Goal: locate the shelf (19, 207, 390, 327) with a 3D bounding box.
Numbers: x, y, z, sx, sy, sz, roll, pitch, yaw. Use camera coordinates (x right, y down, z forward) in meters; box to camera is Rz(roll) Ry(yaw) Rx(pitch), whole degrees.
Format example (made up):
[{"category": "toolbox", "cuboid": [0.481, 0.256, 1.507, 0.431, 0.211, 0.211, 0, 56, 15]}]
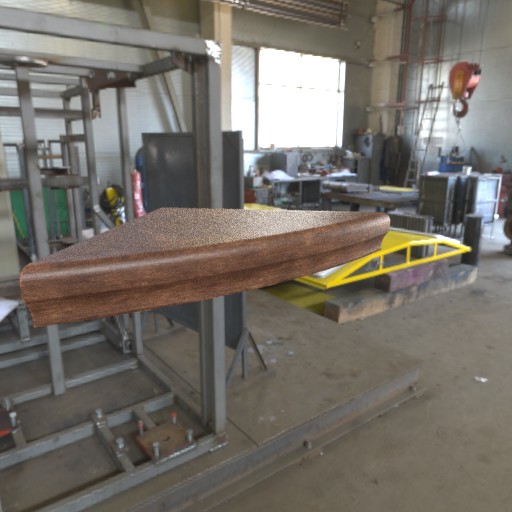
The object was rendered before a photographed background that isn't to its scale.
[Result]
[{"category": "shelf", "cuboid": [0.000, 0.000, 0.455, 0.310, 0.050, 0.310, 2, 15, 8]}]
